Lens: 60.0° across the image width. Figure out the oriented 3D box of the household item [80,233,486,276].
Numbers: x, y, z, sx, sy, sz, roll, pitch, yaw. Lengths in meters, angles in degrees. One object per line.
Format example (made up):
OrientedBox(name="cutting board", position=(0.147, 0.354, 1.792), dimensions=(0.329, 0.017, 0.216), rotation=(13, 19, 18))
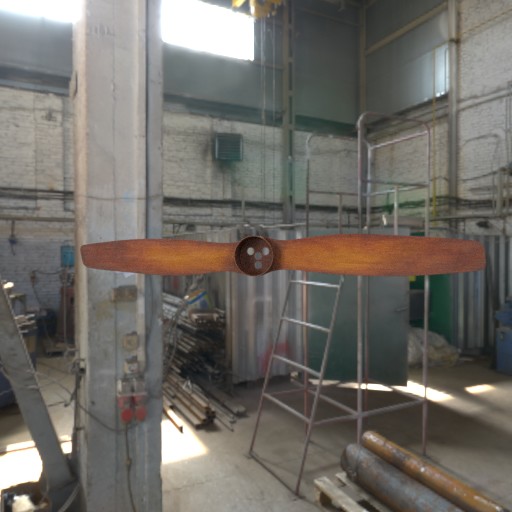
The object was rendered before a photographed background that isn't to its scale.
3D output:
OrientedBox(name="household item", position=(0.000, 0.000, 1.262), dimensions=(1.181, 0.121, 0.051), rotation=(0, 1, 17))
